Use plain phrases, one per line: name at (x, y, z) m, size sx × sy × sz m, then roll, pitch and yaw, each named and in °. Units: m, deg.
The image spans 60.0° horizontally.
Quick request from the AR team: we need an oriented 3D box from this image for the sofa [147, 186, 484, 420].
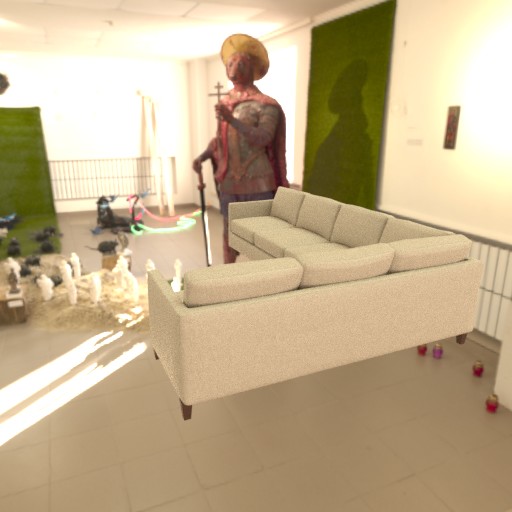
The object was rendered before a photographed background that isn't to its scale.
sofa at (0.000, 0.000, 4.505) m, size 2.522 × 0.934 × 3.333 m, roll -8°, pitch 19°, yaw -23°
